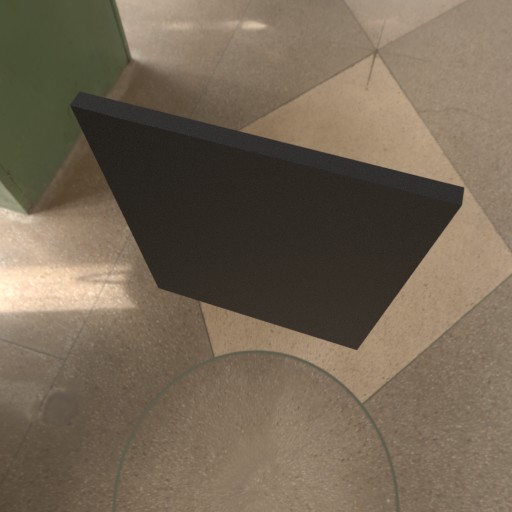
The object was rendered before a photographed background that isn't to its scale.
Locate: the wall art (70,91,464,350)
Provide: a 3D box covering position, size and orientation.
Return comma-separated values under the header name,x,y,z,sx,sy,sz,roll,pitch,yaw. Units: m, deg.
name,x,y,z,sx,sy,sz,roll,pitch,yaw
wall art,0.000,0.000,0.688,0.428,0.505,0.023,16,63,8
